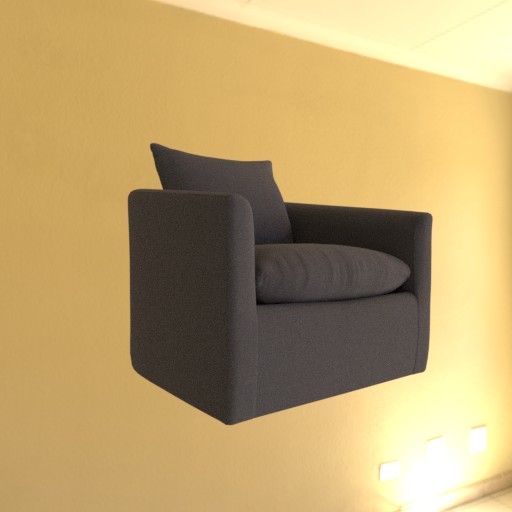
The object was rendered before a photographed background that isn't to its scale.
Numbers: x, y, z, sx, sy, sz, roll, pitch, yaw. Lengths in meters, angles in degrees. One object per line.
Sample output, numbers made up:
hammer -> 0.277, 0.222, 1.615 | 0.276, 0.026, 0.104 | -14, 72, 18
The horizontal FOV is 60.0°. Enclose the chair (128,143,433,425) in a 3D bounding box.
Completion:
chair -> 0.000, 0.000, 1.614 | 0.845, 0.848, 0.910 | 0, 0, -37
